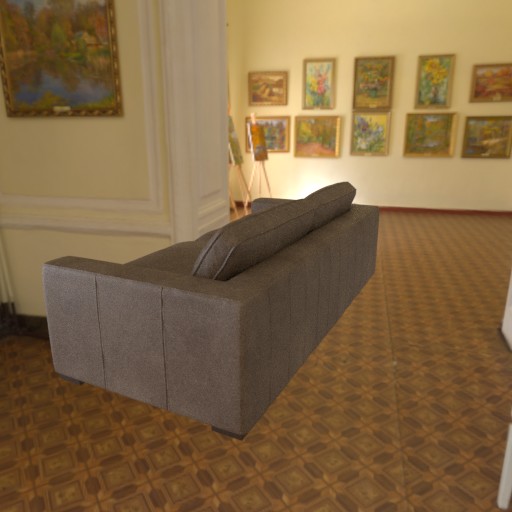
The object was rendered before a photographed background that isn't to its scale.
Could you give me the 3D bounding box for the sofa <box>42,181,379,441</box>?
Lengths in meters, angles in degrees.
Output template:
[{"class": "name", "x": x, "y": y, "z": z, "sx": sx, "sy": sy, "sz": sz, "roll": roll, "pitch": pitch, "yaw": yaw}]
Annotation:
[{"class": "sofa", "x": 0.000, "y": 0.000, "z": 2.757, "sx": 1.070, "sy": 0.801, "sz": 2.262, "roll": 8, "pitch": 18, "yaw": 26}]
